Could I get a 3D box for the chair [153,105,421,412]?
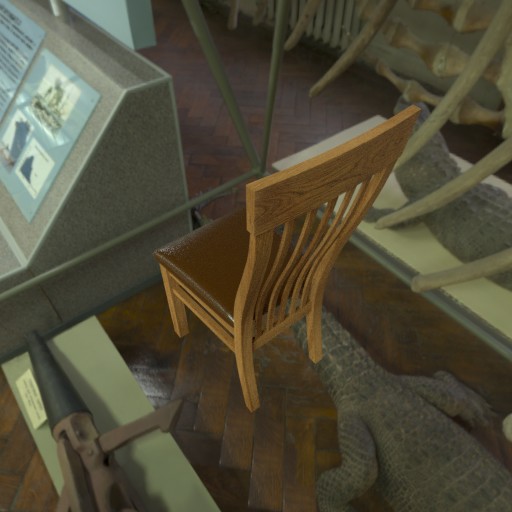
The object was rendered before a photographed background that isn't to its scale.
[{"bbox_3d":[0.000,0.000,1.362,0.450,1.050,0.580,-30,53,-26],"label":"chair"}]
